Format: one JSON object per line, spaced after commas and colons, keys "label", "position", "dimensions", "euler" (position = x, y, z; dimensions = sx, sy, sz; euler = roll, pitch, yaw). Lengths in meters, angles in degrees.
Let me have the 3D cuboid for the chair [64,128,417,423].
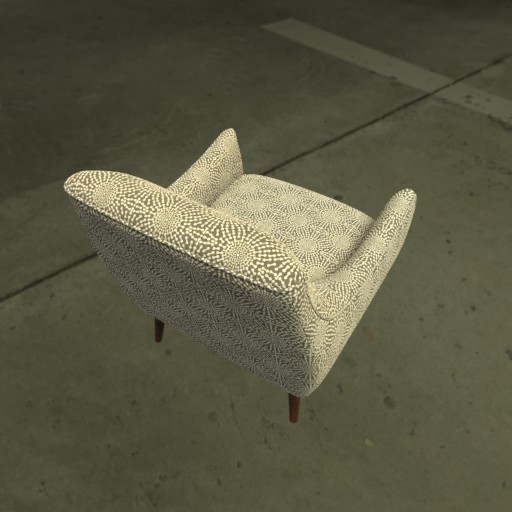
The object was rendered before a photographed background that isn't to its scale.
{"label": "chair", "position": [0.000, 0.000, 1.431], "dimensions": [0.762, 0.838, 0.787], "euler": [24, 50, 22]}
